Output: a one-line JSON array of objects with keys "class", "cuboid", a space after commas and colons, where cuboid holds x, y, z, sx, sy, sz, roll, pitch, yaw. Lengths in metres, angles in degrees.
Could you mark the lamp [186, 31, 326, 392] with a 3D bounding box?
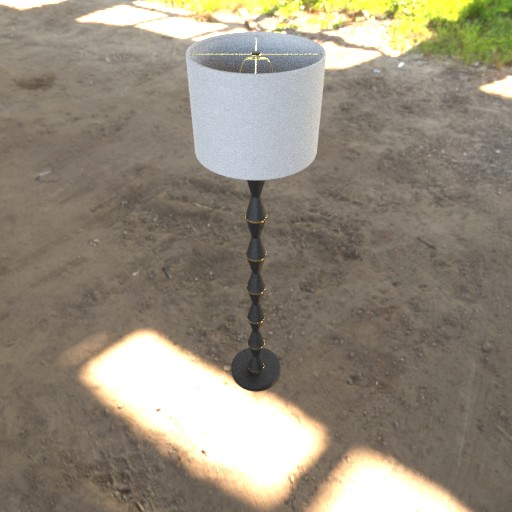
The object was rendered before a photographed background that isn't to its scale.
[{"class": "lamp", "cuboid": [0.000, 0.000, 1.690, 0.381, 1.480, 0.381, 0, 41, 0]}]
